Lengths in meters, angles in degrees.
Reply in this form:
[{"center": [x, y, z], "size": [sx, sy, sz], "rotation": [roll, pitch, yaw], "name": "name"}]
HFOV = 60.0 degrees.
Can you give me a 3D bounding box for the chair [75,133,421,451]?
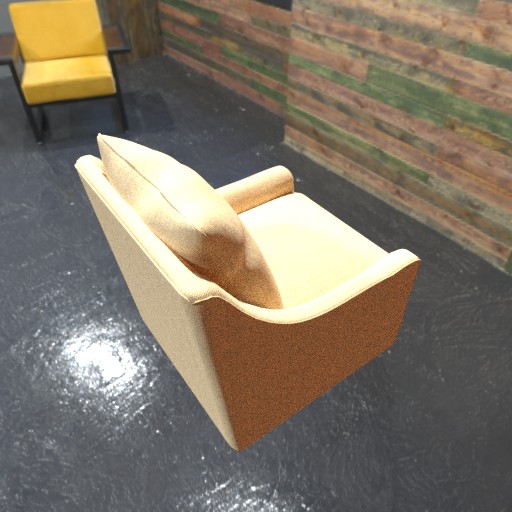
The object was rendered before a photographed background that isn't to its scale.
[{"center": [0.000, 0.000, 1.565], "size": [0.876, 0.927, 0.760], "rotation": [-26, 47, -26], "name": "chair"}]
